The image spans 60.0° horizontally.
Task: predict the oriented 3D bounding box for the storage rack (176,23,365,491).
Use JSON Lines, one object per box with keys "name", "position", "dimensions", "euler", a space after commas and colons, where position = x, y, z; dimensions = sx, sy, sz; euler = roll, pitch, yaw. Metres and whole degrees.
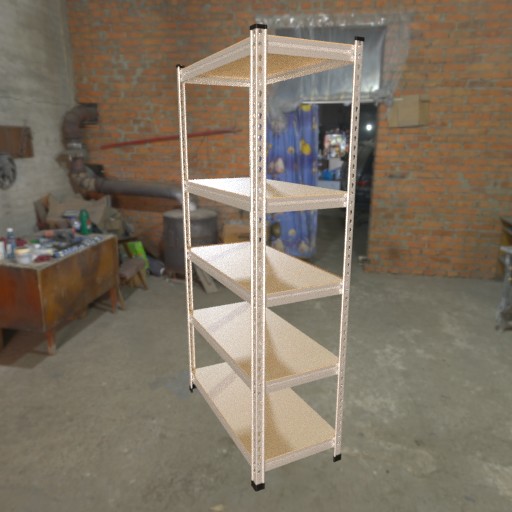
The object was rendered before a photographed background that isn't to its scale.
{"name": "storage rack", "position": [0.000, 0.000, 2.166], "dimensions": [0.457, 1.829, 0.914], "euler": [-7, 16, -25]}
